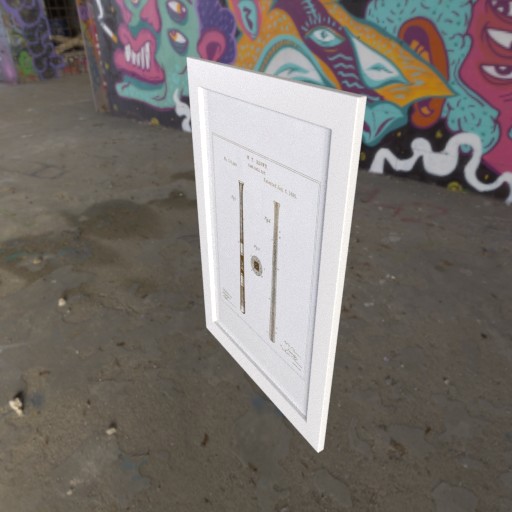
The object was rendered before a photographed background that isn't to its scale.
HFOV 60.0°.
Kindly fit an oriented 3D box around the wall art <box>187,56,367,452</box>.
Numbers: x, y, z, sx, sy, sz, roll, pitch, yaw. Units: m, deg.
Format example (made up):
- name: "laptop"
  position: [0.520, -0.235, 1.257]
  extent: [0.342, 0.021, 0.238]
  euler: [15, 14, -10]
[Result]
- name: "wall art"
  position: [0.000, 0.000, 0.622]
  extent: [0.011, 0.482, 0.329]
  euler: [-19, 36, -29]
